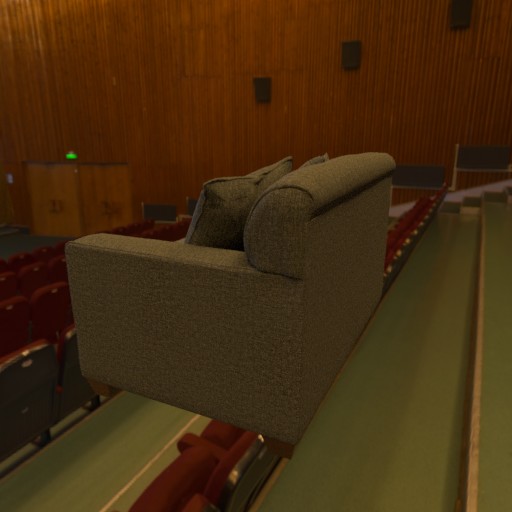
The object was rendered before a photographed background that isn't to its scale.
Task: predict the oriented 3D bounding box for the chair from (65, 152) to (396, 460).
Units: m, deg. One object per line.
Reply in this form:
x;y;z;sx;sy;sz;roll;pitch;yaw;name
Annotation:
0.000;0.000;2.077;1.000;0.948;1.383;8;18;25;chair
